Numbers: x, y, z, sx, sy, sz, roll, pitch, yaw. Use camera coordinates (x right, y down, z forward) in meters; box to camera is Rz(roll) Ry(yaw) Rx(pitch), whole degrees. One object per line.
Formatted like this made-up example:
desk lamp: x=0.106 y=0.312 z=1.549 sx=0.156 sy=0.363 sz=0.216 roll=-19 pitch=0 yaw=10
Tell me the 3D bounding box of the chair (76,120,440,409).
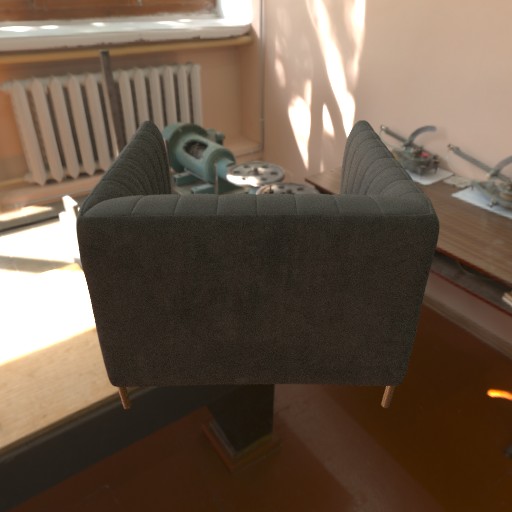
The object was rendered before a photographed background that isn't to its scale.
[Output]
chair: x=0.000 y=0.000 z=1.620 sx=0.981 sy=0.779 sz=0.873 roll=0 pitch=32 yaw=0
